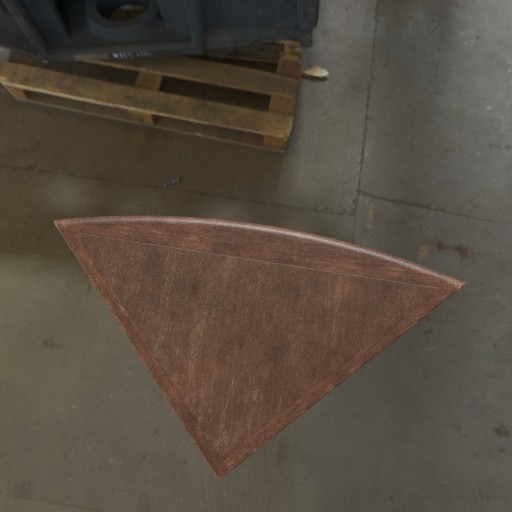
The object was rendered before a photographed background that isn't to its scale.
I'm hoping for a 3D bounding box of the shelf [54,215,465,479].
[{"bbox_3d":[0.000,0.000,0.479,0.310,0.050,0.310,-35,78,-9],"label":"shelf"}]
